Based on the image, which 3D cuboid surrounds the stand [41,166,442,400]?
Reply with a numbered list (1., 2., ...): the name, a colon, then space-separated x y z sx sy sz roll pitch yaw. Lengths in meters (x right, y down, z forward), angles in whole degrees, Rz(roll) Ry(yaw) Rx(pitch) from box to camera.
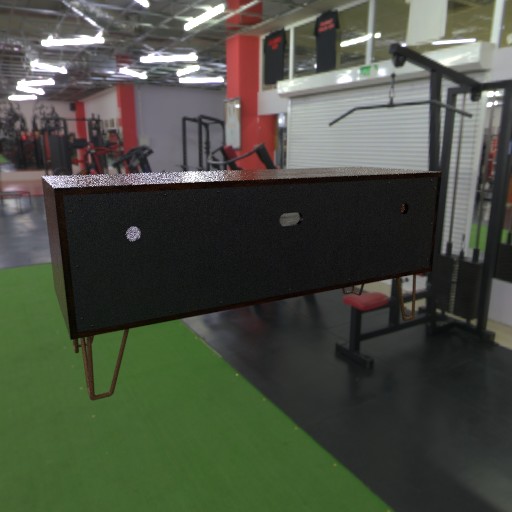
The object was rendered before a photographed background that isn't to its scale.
1. stand: 0.000 0.000 1.668 1.372 0.610 0.481 -8 16 -28
